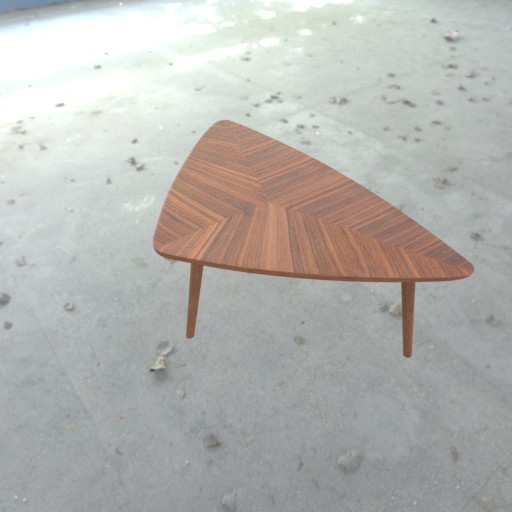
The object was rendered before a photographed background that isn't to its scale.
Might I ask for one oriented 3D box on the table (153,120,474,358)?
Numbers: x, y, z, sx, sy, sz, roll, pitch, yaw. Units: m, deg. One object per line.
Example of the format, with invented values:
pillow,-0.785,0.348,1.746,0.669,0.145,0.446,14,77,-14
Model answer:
table,0.000,0.000,1.304,0.601,0.365,1.008,-26,47,-27
